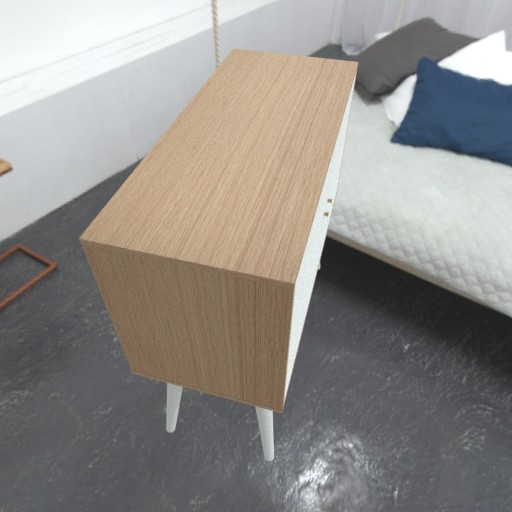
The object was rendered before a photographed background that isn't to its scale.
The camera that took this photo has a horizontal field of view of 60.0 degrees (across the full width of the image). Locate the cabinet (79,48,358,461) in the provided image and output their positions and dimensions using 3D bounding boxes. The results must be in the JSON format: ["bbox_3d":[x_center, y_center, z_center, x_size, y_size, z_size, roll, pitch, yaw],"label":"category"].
[{"bbox_3d":[0.000,0.000,1.595,0.470,1.016,1.057,11,47,11],"label":"cabinet"}]
